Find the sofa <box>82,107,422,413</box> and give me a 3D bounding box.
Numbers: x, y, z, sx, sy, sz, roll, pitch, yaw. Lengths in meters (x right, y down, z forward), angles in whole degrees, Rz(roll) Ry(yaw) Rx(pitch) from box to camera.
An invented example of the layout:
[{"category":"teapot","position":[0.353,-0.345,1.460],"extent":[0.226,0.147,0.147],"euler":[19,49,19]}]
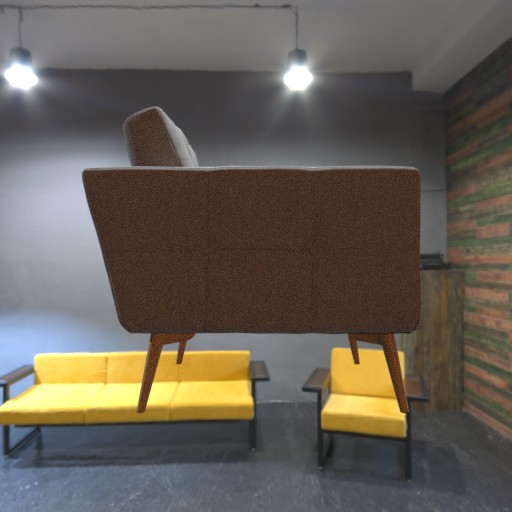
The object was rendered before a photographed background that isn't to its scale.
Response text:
[{"category":"sofa","position":[0.000,0.000,1.511],"extent":[0.920,0.860,0.770],"euler":[0,-1,0]}]
